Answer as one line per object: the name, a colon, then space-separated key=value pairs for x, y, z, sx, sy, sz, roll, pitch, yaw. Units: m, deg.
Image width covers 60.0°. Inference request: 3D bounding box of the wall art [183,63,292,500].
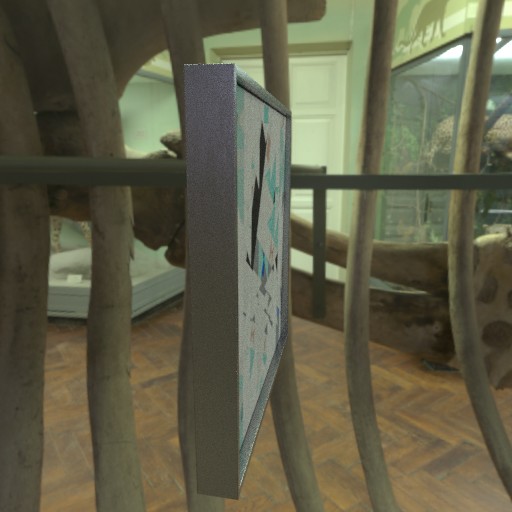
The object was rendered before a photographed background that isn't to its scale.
wall art: x=0.000 y=0.000 z=0.512 sx=0.038 sy=0.350 sz=0.350 roll=2 pitch=13 yaw=11
